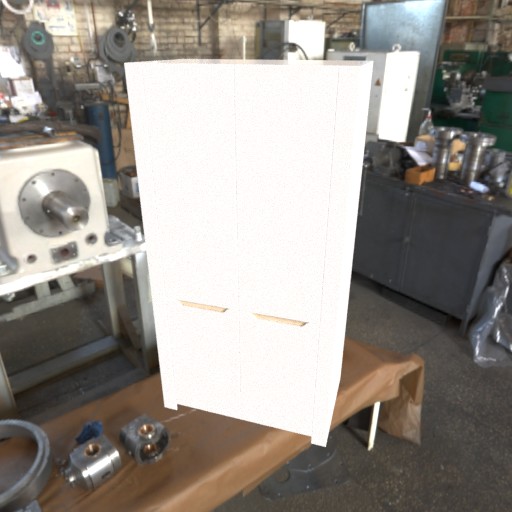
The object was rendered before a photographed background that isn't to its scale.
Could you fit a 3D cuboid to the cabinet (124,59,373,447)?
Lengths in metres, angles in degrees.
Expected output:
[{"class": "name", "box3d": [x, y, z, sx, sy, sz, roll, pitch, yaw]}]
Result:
[{"class": "cabinet", "box3d": [0.000, 0.000, 2.391, 0.980, 1.920, 0.580, 8, 27, 16]}]
